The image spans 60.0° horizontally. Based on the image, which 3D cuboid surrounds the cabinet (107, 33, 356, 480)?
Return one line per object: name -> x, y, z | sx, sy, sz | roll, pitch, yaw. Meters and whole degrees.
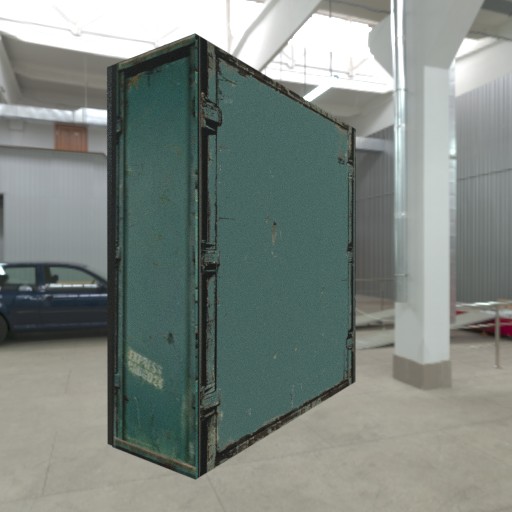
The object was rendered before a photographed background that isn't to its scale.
cabinet -> 0.000, 0.000, 3.157 | 0.680, 2.160, 2.000 | 0, 0, 35
